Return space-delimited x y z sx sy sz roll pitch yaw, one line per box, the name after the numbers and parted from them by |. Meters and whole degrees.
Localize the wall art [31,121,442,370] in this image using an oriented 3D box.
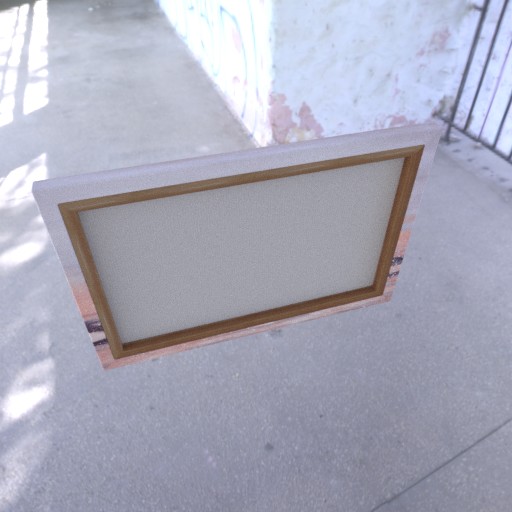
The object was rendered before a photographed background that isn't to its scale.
0.000 0.000 1.164 0.913 0.609 0.038 -12 43 -13 | wall art
